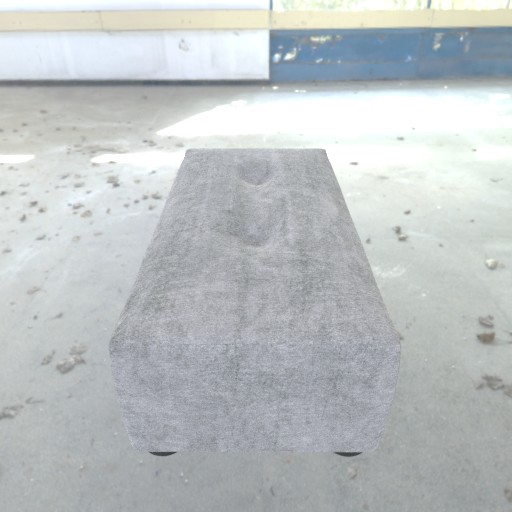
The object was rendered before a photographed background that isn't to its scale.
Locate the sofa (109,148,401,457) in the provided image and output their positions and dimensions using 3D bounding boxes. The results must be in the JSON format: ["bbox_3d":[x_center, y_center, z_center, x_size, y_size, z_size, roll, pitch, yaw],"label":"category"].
[{"bbox_3d":[0.000,0.000,1.134,0.480,0.330,0.930,0,32,0],"label":"sofa"}]
